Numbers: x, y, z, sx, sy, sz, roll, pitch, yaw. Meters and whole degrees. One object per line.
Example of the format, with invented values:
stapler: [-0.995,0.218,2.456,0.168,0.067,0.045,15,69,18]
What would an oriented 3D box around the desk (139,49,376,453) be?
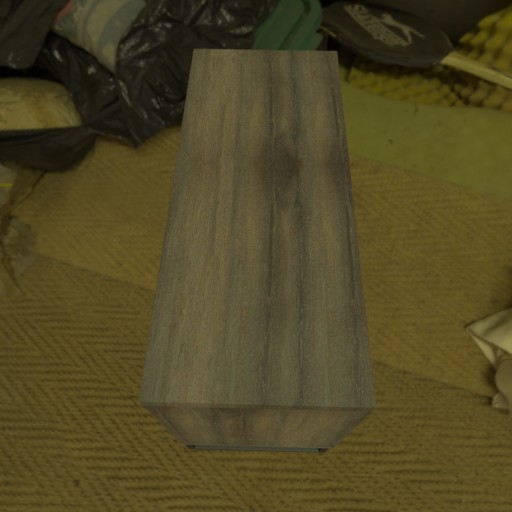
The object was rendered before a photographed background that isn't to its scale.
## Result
desk: [0.000,0.000,1.493,0.511,0.752,1.134,1,59,1]
